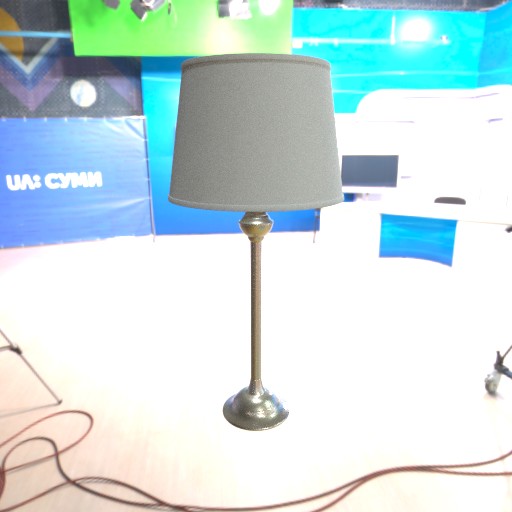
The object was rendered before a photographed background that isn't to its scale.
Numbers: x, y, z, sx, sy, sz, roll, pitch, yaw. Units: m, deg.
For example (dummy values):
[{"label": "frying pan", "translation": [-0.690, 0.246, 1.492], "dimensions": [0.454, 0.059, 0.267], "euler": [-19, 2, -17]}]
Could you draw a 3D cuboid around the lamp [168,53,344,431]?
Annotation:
[{"label": "lamp", "translation": [0.000, 0.000, 0.877], "dimensions": [0.331, 0.698, 0.331], "euler": [0, 15, 0]}]
